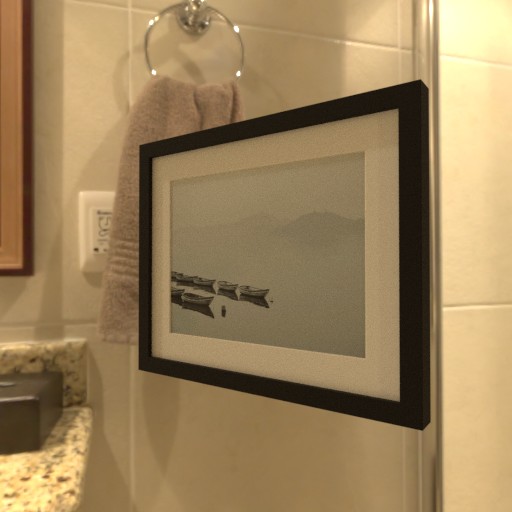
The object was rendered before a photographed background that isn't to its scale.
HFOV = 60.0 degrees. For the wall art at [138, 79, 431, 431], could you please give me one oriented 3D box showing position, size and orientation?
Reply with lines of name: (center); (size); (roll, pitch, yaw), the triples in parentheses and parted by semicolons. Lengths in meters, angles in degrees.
wall art: (0.000, 0.000, 0.536); (0.397, 0.325, 0.028); (-1, -1, 36)
